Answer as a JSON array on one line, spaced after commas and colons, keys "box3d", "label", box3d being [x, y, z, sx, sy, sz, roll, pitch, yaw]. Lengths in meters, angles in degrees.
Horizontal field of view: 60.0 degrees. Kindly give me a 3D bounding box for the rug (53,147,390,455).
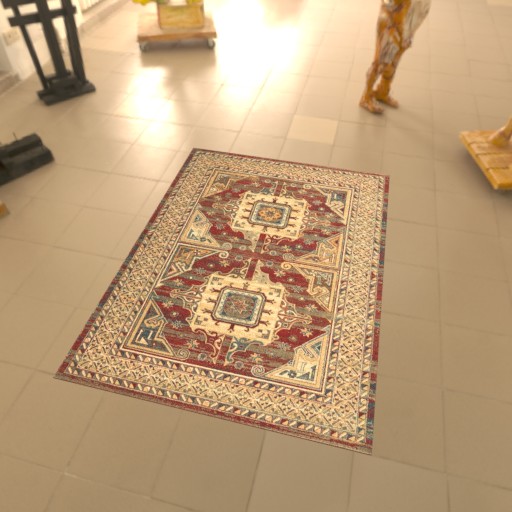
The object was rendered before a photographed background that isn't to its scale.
[{"box3d": [0.000, 0.000, 4.228, 2.381, 0.013, 3.197, 10, 48, 9], "label": "rug"}]
